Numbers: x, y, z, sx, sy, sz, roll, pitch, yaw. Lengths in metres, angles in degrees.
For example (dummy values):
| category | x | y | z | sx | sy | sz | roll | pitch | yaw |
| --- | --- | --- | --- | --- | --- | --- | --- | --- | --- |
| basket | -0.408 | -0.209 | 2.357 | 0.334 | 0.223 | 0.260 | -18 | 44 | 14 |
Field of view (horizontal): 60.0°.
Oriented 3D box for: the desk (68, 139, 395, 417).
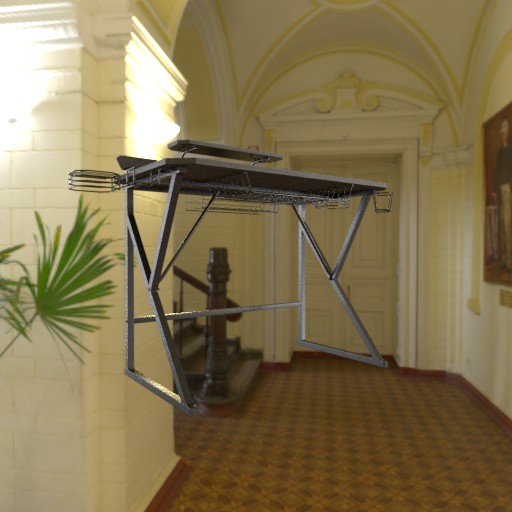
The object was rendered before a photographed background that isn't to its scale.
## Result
| category | x | y | z | sx | sy | sz | roll | pitch | yaw |
| --- | --- | --- | --- | --- | --- | --- | --- | --- | --- |
| desk | 0.000 | 0.000 | 1.721 | 1.290 | 0.880 | 0.580 | -1 | 1 | -36 |
